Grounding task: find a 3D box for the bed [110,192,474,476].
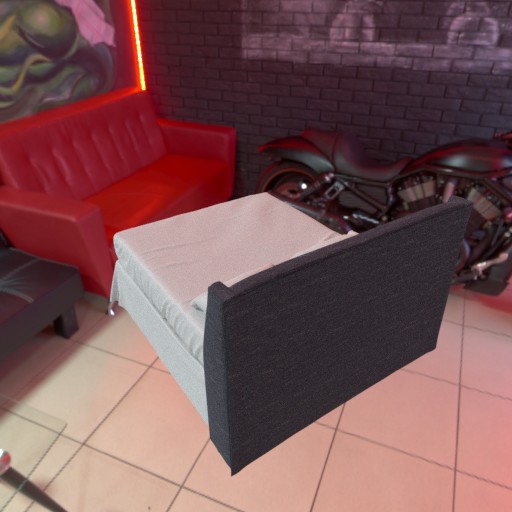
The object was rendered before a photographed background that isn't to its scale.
[{"bbox_3d":[0.000,0.000,3.530,1.925,1.332,2.276,-19,36,-29],"label":"bed"}]
